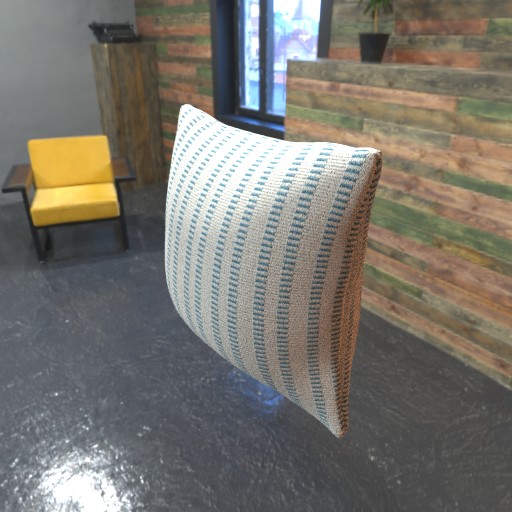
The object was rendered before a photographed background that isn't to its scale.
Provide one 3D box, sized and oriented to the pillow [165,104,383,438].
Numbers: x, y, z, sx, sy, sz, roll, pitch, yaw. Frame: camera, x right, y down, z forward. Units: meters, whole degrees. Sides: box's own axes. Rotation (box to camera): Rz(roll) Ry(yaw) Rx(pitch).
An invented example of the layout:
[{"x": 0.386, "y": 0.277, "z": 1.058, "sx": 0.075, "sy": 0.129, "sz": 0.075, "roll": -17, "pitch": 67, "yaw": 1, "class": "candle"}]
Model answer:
[{"x": 0.000, "y": 0.000, "z": 0.709, "sx": 0.247, "sy": 0.419, "sz": 0.438, "roll": -18, "pitch": 32, "yaw": -32, "class": "pillow"}]
